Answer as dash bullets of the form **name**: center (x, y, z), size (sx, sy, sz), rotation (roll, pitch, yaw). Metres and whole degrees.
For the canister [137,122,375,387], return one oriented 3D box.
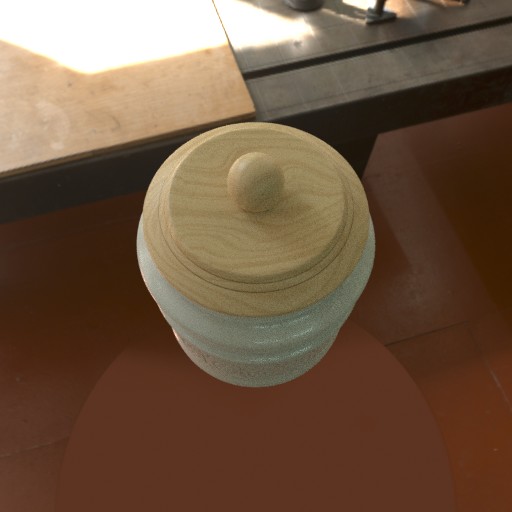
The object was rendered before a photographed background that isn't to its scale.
- **canister**: center (0.000, 0.000, 0.269), size (0.130, 0.176, 0.130), rotation (0, 64, 0)
